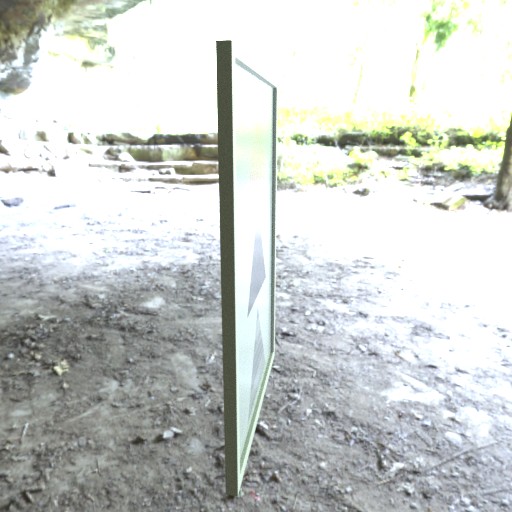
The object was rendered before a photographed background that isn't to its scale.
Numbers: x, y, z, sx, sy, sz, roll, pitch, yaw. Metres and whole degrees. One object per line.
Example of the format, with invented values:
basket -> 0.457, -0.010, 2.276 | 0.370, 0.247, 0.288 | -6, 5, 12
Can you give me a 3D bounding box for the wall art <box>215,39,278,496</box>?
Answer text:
wall art -> 0.000, 0.000, 0.545 | 0.013, 0.433, 0.303 | 3, 16, 9
